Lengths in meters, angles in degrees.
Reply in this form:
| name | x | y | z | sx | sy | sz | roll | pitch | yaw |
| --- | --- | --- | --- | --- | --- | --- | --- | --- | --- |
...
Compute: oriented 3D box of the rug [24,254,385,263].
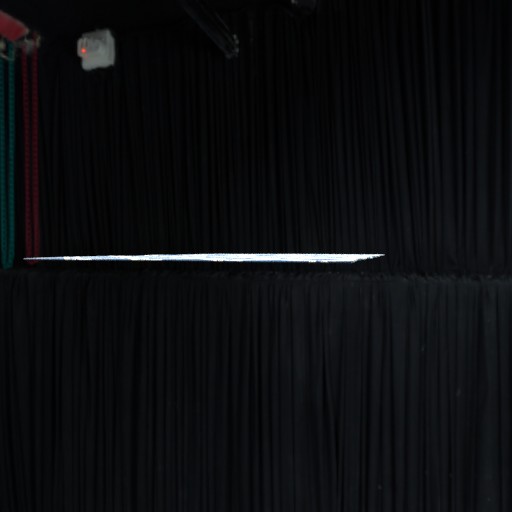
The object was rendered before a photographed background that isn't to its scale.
| name | x | y | z | sx | sy | sz | roll | pitch | yaw |
| --- | --- | --- | --- | --- | --- | --- | --- | --- | --- |
| rug | 0.000 | 0.000 | 2.199 | 1.153 | 0.010 | 1.755 | 0 | 1 | 19 |
